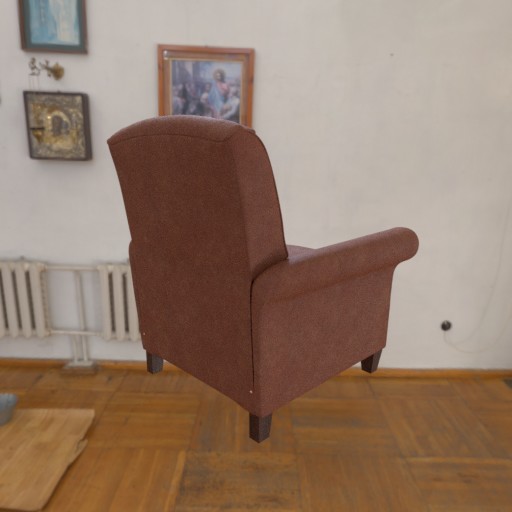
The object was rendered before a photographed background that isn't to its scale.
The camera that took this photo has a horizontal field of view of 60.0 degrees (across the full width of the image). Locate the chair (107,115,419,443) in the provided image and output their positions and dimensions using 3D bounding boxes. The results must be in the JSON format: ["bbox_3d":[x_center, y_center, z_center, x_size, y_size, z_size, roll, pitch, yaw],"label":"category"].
[{"bbox_3d":[0.000,0.000,1.831,0.902,1.061,0.978,-12,18,-43],"label":"chair"}]
